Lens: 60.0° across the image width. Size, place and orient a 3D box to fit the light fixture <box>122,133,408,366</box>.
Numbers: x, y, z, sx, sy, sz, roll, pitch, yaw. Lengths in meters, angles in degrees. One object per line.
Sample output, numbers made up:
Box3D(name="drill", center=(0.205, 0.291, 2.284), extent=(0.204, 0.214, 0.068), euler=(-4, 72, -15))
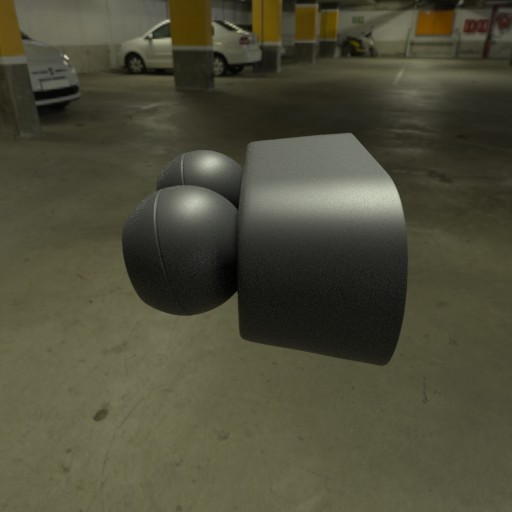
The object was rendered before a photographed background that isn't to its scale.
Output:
Box3D(name="light fixture", center=(0.000, 0.000, 0.336), extent=(0.159, 0.159, 0.229), euler=(0, 27, 1))
